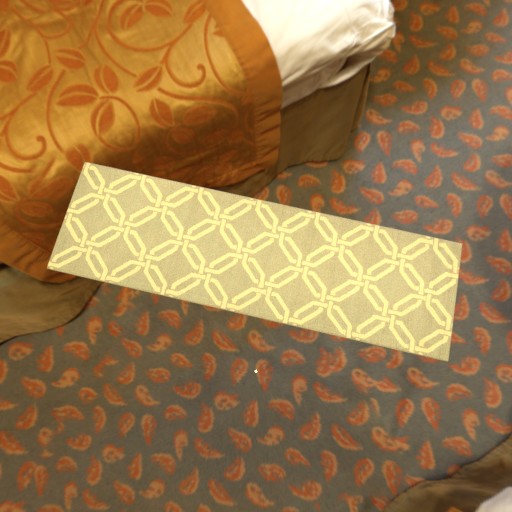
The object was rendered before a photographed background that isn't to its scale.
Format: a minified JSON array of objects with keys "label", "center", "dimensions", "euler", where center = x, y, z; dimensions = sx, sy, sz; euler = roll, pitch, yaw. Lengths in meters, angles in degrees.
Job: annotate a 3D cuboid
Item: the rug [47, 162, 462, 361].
[{"label":"rug","center":[0.000,0.000,2.526],"dimensions":[2.276,0.014,0.678],"euler":[13,76,3]}]
